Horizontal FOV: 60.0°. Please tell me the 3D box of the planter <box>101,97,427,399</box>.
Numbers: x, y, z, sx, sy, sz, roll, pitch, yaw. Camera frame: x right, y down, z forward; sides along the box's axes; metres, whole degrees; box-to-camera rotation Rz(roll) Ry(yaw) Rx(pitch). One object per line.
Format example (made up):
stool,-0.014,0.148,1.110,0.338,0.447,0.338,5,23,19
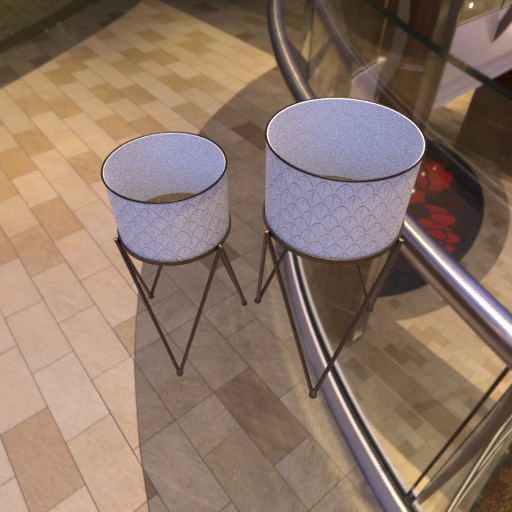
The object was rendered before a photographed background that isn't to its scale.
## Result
planter,0.000,0.000,1.169,0.769,0.712,0.413,4,46,4
